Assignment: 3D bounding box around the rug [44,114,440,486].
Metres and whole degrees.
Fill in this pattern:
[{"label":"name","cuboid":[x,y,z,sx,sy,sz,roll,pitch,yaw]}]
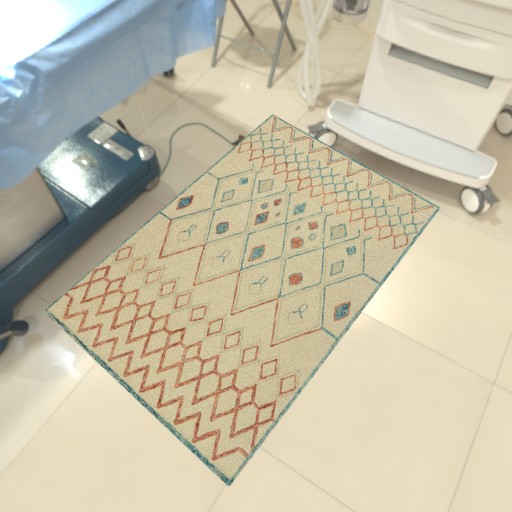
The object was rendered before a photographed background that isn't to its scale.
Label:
[{"label":"rug","cuboid":[0.000,0.000,2.357,1.219,0.016,1.829,35,65,19]}]
